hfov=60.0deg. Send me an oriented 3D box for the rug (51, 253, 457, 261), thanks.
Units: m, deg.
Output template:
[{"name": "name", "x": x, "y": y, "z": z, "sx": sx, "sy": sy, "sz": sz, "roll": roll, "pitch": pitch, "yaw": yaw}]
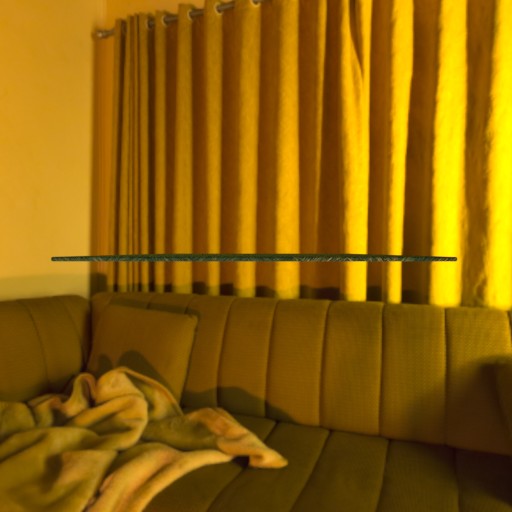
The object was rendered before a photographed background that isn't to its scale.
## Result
[{"name": "rug", "x": 0.000, "y": 0.000, "z": 4.222, "sx": 2.405, "sy": 0.027, "sz": 3.217, "roll": 0, "pitch": 1, "yaw": 1}]
